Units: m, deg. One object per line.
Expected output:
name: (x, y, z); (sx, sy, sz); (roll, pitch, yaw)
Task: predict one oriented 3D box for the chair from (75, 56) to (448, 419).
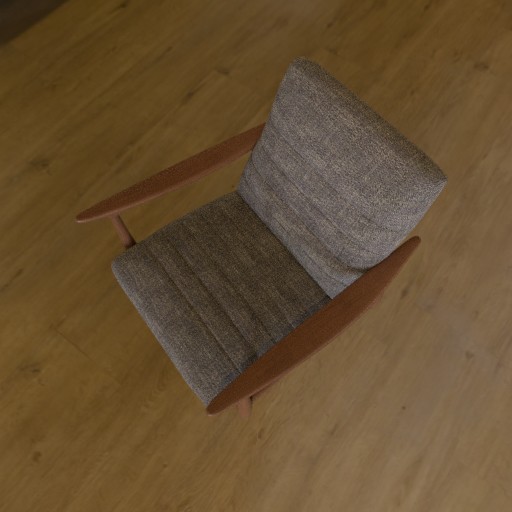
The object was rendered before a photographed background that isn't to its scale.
chair: (0.000, 0.000, 1.426); (0.798, 0.832, 0.741); (-35, 69, -15)
